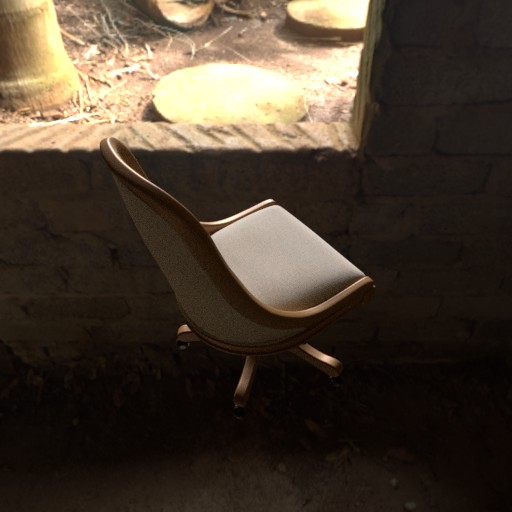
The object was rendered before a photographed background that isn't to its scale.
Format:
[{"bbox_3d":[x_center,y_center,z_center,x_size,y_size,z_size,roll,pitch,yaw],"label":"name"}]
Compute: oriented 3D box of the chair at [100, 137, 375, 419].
[{"bbox_3d":[0.000,0.000,1.502,0.811,1.009,0.702,-25,48,-25],"label":"chair"}]
